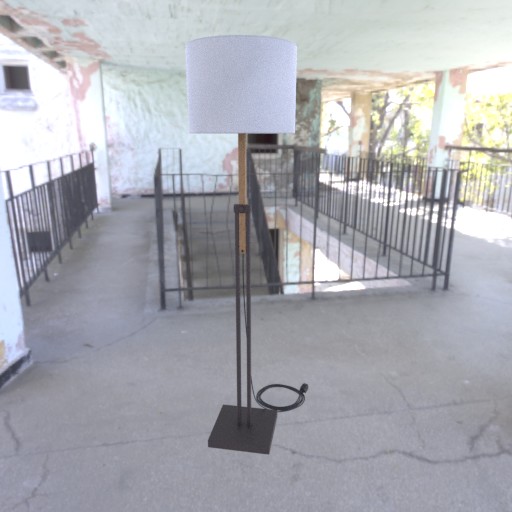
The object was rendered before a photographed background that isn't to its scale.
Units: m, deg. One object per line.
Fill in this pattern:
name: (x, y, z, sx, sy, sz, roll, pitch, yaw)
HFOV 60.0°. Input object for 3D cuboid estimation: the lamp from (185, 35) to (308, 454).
lamp: (0.000, 0.000, 1.949, 0.474, 1.650, 0.639, 3, 16, 10)
